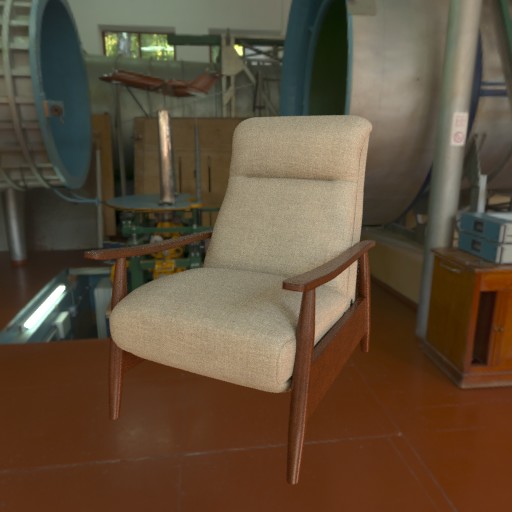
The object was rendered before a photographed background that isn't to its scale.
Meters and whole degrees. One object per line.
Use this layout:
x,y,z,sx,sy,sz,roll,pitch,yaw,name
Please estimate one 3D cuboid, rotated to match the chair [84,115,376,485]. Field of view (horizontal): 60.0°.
0.000,0.000,1.735,0.762,1.082,1.014,7,17,25,chair
